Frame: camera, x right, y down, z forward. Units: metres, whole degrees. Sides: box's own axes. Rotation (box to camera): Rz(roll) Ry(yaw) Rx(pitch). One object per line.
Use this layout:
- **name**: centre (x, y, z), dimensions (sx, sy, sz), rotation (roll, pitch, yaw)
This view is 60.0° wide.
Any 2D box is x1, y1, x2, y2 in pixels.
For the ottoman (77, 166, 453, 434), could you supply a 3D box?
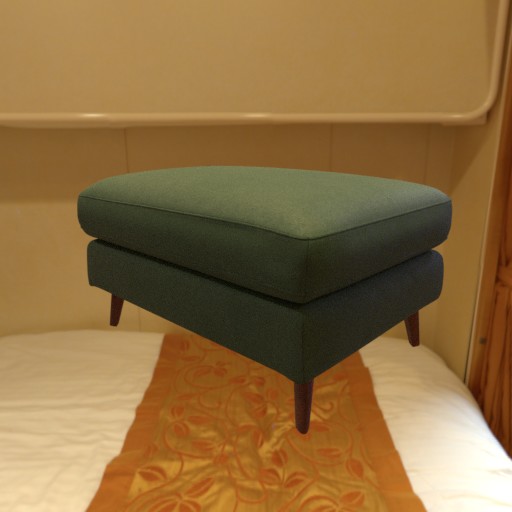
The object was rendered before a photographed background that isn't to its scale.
- **ottoman**: centre (0.000, 0.000, 1.170), dimensions (0.811, 0.449, 0.608), rotation (14, 21, 42)
